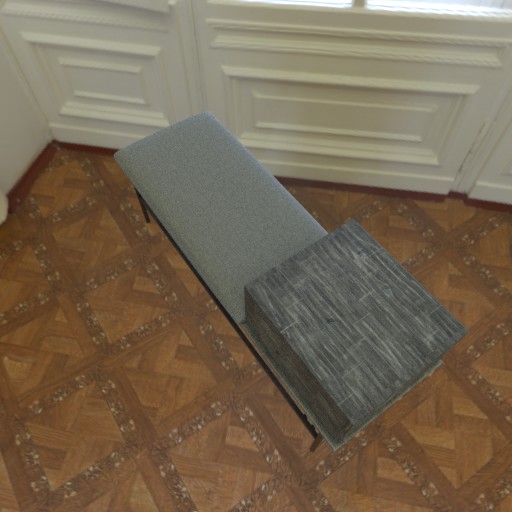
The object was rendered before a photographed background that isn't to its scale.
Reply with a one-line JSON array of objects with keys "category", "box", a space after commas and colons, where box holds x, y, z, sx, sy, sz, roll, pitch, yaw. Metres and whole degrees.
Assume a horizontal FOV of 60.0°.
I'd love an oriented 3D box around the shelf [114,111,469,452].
[{"category": "shelf", "box": [0.000, 0.000, 1.620, 0.457, 0.633, 1.342, -31, 63, -18]}]
